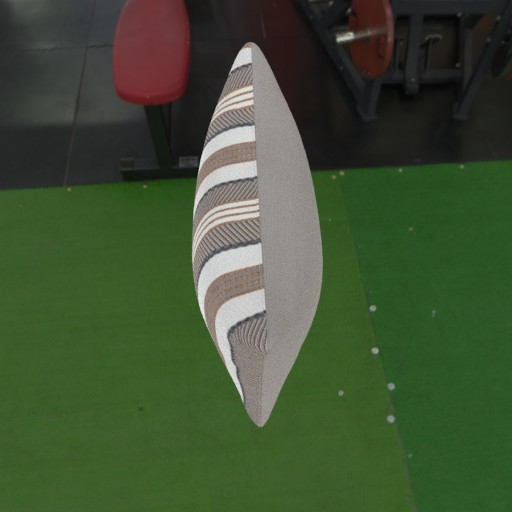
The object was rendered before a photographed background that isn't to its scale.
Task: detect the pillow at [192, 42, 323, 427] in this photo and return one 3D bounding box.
[{"bbox_3d":[0.000,0.000,0.642,0.173,0.401,0.416,-2,60,-1],"label":"pillow"}]
